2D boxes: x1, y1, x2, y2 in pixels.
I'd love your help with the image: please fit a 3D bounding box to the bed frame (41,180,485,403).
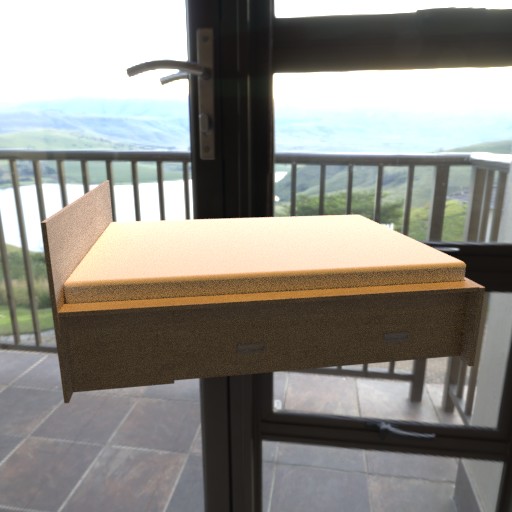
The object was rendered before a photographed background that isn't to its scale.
[{"bbox_3d":[0.000,0.000,2.747,1.960,0.800,1.622,-3,16,-9],"label":"bed frame"}]
